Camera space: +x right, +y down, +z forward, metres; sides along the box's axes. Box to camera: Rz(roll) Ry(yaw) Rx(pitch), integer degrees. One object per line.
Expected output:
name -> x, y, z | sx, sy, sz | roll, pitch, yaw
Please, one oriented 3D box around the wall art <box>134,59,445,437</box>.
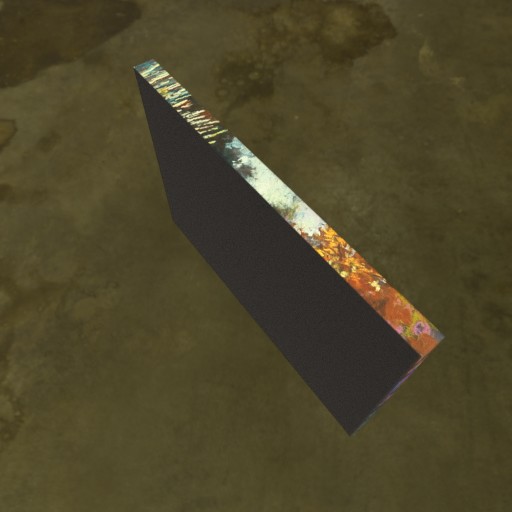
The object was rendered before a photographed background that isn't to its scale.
wall art -> 0.000, 0.000, 0.761 | 0.037, 0.406, 0.610 | -32, 63, -19
